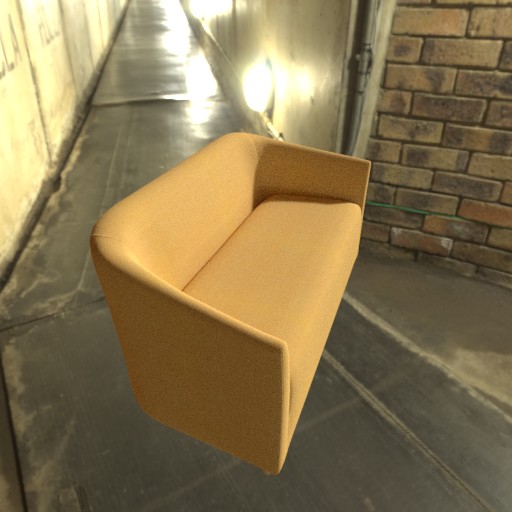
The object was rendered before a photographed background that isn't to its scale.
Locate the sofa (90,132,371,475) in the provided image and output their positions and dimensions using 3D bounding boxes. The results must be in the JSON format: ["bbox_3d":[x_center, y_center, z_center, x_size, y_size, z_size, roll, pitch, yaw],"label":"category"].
[{"bbox_3d":[0.000,0.000,1.859,0.705,0.721,1.452,11,33,18],"label":"sofa"}]
